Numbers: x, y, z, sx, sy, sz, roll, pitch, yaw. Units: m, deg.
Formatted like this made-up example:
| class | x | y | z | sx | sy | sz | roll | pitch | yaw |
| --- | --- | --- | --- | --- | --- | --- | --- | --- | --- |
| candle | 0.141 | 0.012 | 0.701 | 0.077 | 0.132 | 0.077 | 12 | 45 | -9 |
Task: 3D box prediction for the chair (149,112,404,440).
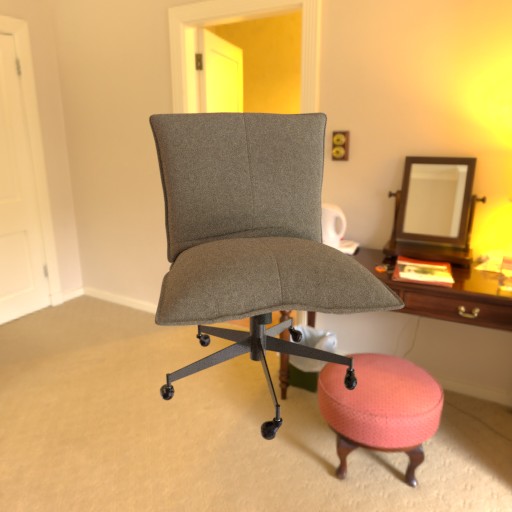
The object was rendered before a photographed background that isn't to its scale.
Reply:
| class | x | y | z | sx | sy | sz | roll | pitch | yaw |
| --- | --- | --- | --- | --- | --- | --- | --- | --- | --- |
| chair | 0.000 | 0.000 | 1.273 | 0.597 | 0.811 | 0.696 | -2 | 16 | -9 |
